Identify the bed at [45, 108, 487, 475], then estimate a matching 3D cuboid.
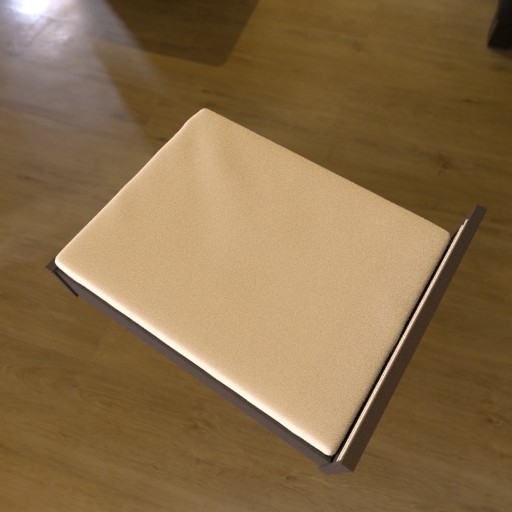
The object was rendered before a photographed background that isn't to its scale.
[{"bbox_3d":[0.000,0.000,2.857,2.103,0.808,1.634,31,67,15],"label":"bed"}]
